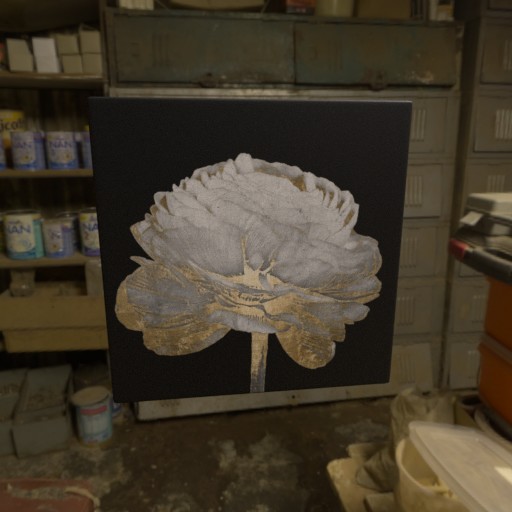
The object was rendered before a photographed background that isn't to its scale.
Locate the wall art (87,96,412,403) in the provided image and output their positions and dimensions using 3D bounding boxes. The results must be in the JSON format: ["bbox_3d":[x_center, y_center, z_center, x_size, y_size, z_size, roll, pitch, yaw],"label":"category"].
[{"bbox_3d":[0.000,0.000,0.916,0.610,0.611,0.043,-2,14,-8],"label":"wall art"}]
